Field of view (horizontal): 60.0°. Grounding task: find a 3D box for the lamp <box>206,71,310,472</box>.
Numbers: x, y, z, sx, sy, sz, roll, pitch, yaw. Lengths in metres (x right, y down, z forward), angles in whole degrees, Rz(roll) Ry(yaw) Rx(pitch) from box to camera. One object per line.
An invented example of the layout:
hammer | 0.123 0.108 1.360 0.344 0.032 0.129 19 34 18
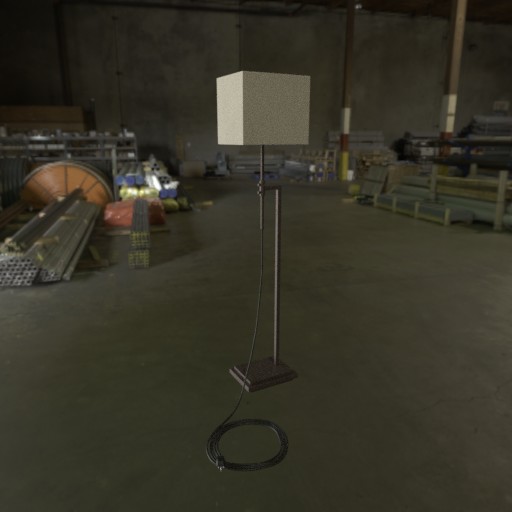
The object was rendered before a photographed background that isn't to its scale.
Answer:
lamp | 0.000 0.000 2.024 0.698 1.600 0.774 -8 17 -28
